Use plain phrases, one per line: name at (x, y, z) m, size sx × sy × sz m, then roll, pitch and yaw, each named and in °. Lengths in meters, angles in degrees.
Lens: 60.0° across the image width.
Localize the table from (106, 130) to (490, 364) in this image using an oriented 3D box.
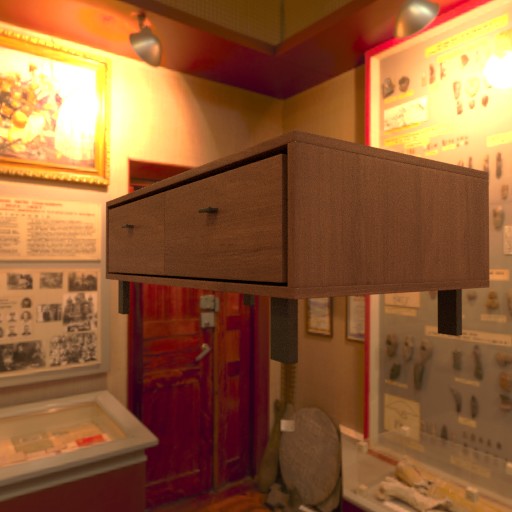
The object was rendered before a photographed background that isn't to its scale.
table at (0.000, 0.000, 1.269) m, size 0.600 × 0.380 × 1.020 m, roll 1°, pitch -1°, yaw -35°
